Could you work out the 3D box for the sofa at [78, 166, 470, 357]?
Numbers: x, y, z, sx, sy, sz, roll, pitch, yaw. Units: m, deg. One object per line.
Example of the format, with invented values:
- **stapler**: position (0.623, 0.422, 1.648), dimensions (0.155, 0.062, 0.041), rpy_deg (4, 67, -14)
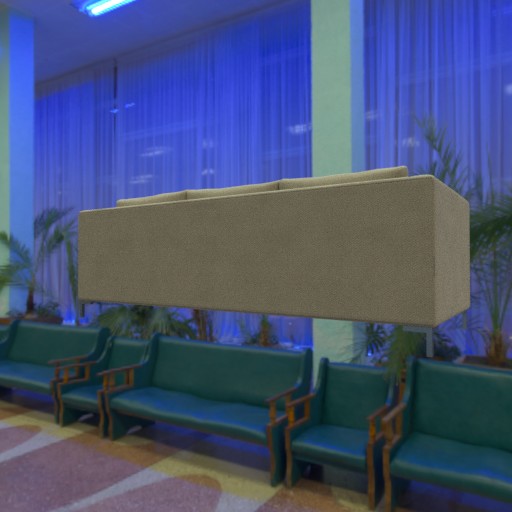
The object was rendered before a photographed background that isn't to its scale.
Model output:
- **sofa**: position (0.000, 0.000, 2.893), dimensions (2.415, 0.867, 0.969), rpy_deg (-1, -1, 34)
